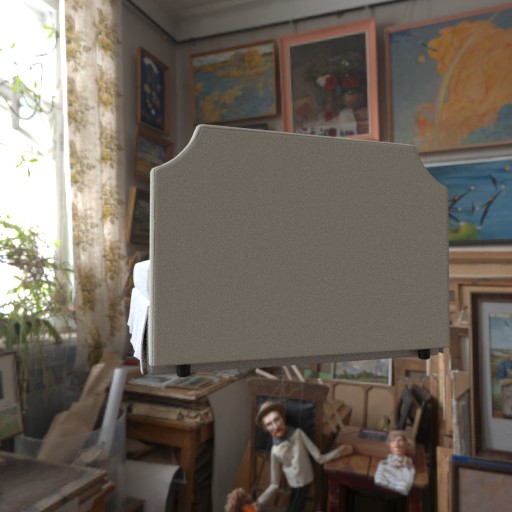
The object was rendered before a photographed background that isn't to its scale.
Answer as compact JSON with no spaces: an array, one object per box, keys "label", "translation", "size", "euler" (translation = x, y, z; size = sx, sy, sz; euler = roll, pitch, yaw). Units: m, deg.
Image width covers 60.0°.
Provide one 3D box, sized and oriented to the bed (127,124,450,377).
[{"label":"bed","translation":[0.000,0.000,4.328],"size":[2.350,1.590,2.773],"euler":[1,-2,-17]}]
